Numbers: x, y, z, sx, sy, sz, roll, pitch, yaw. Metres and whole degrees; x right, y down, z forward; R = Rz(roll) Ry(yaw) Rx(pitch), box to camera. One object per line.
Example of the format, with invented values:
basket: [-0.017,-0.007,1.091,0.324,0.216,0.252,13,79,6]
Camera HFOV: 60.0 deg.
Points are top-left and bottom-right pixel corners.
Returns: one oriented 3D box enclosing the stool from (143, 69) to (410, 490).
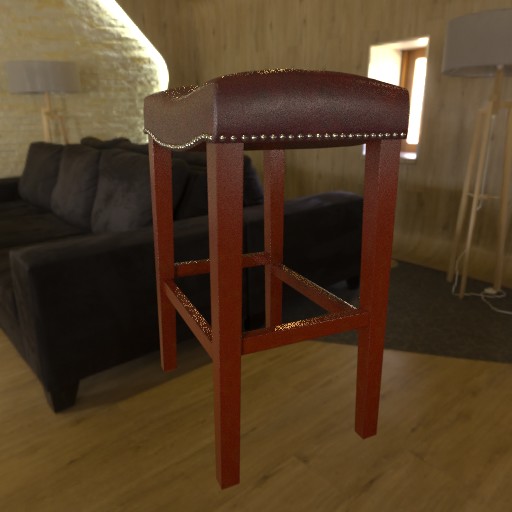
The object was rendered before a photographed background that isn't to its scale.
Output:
stool: [0.000,0.000,1.002,0.372,0.742,0.504,-8,19,-24]
